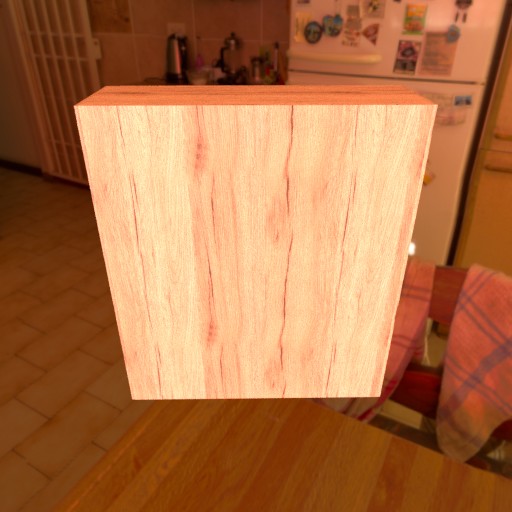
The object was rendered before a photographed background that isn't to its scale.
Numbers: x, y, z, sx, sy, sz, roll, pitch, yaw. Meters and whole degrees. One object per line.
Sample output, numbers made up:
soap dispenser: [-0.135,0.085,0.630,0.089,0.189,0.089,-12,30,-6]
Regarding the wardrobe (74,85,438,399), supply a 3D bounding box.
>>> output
wardrobe: [0.000,0.000,2.972,1.810,2.070,0.580,0,30,-1]
